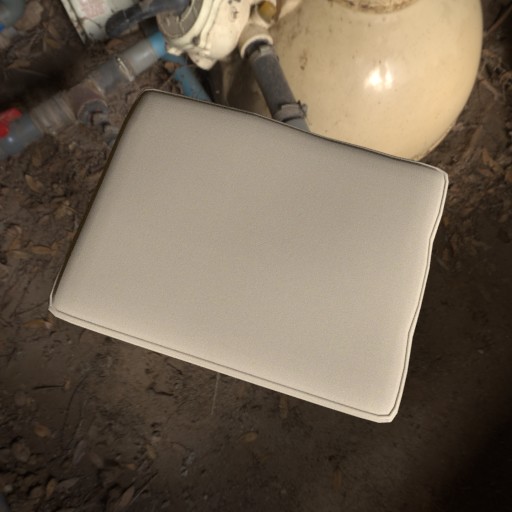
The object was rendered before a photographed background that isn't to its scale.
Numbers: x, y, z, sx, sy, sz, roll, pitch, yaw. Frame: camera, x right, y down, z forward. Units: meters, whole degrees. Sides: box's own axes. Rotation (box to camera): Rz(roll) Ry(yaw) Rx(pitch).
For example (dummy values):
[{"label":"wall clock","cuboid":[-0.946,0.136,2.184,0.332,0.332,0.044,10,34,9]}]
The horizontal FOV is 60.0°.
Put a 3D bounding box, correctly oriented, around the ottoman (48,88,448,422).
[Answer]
[{"label":"ottoman","cuboid":[0.000,0.000,1.209,0.818,0.485,0.634,17,76,4]}]
